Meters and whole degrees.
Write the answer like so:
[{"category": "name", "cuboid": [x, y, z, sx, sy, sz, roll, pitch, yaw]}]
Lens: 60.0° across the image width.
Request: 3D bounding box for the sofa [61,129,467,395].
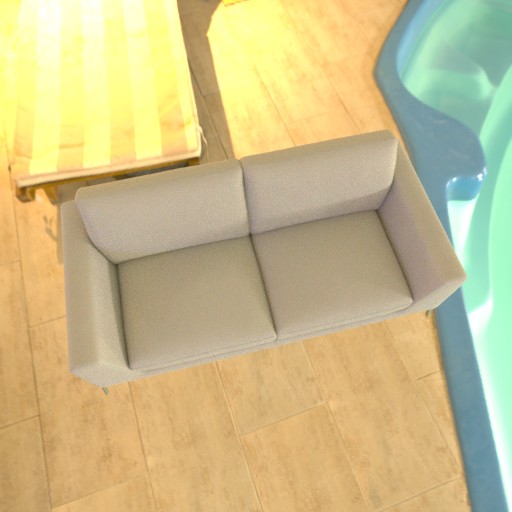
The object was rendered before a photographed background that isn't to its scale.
[{"category": "sofa", "cuboid": [0.000, 0.000, 2.490, 2.017, 0.875, 0.953, -12, 64, -6]}]
